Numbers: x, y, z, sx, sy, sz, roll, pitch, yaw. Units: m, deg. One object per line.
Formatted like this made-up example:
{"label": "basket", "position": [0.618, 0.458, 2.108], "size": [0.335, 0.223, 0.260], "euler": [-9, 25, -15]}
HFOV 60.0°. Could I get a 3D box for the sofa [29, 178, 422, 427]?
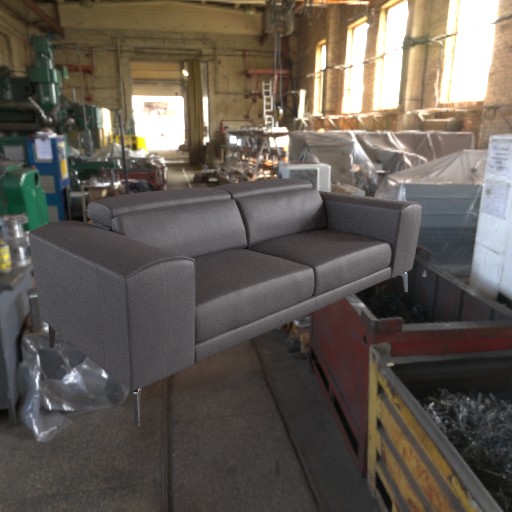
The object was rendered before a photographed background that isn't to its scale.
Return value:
{"label": "sofa", "position": [0.000, 0.000, 2.776], "size": [2.330, 0.814, 1.048], "euler": [-15, 22, -42]}
